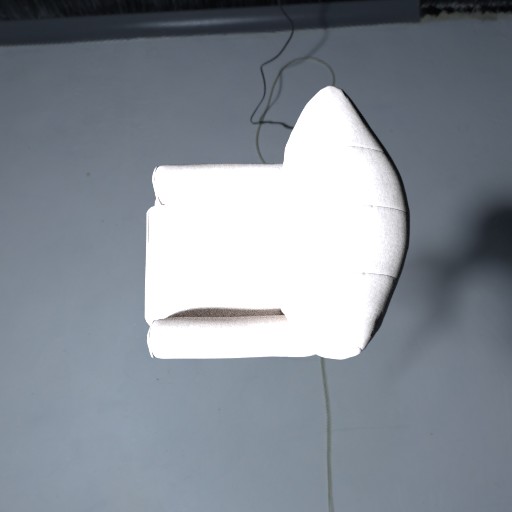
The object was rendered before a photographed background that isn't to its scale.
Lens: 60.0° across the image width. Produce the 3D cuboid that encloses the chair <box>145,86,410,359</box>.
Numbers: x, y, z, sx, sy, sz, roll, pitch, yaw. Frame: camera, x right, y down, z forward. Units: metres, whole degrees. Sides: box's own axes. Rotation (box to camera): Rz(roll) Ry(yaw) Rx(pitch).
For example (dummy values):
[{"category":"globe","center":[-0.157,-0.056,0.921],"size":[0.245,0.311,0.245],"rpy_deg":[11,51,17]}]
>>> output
[{"category":"chair","center":[0.000,0.000,1.966],"size":[1.025,1.209,0.942],"rpy_deg":[-1,75,0]}]
